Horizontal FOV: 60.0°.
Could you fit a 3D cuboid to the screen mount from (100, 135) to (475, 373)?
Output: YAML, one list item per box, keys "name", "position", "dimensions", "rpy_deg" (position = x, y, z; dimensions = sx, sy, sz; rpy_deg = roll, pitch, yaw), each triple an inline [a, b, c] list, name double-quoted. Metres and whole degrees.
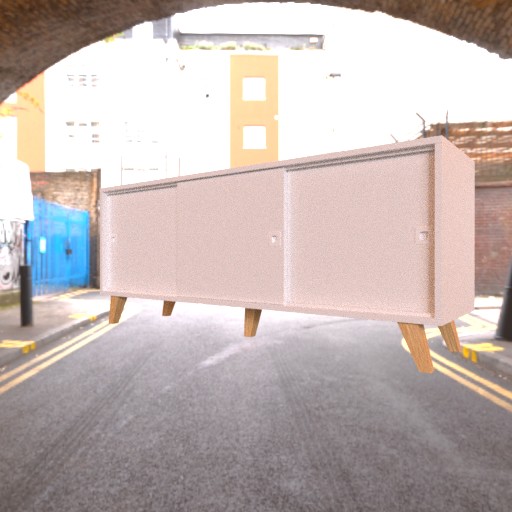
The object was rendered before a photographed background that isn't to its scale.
- name: "screen mount"
  position: [0.000, 0.000, 1.739]
  dimensions: [1.490, 0.619, 0.400]
  rpy_deg: [0, 0, 37]
